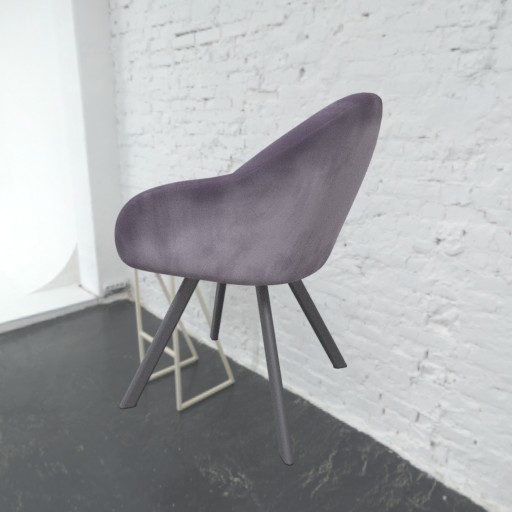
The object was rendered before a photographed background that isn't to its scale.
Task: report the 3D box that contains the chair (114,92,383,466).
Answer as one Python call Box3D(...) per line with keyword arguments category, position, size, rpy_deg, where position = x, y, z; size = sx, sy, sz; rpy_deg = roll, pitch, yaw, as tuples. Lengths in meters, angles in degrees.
Box3D(category="chair", position=(0.000, 0.000, 1.171), size=(0.590, 0.795, 0.550), rpy_deg=(8, 18, 25))
